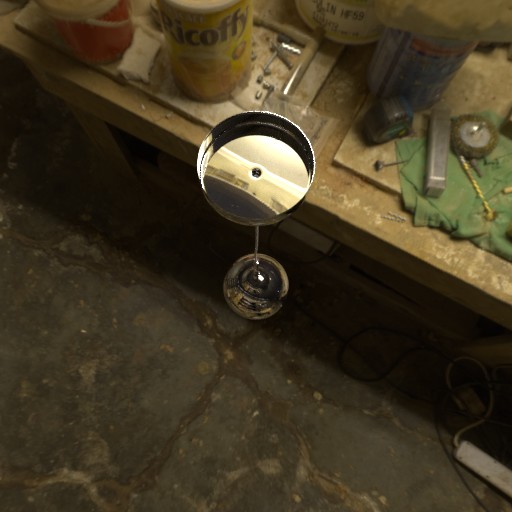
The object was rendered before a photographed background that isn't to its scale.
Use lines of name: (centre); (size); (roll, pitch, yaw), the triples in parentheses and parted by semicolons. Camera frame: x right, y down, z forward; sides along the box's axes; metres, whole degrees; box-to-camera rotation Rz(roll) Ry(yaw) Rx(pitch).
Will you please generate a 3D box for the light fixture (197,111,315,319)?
light fixture: (0.000, 0.000, 1.675); (0.336, 1.538, 0.336); (29, 77, 7)
